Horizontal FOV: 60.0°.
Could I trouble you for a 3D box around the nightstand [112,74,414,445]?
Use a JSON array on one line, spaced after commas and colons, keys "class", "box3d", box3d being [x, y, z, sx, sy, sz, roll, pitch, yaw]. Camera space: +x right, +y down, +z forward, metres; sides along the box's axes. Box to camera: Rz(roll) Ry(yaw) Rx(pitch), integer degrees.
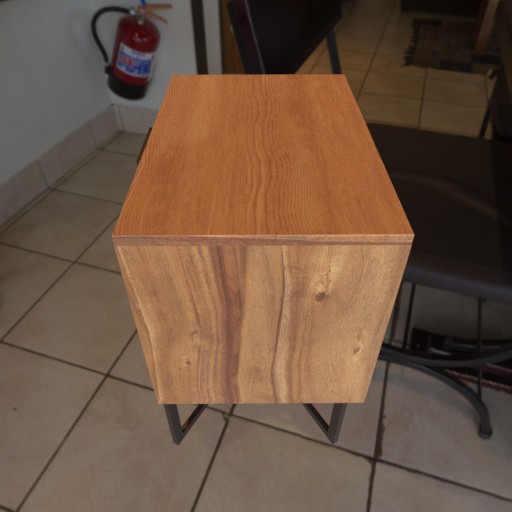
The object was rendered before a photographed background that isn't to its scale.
[{"class": "nightstand", "box3d": [0.000, 0.000, 1.032, 0.427, 0.615, 0.613, 0, 41, 0]}]
